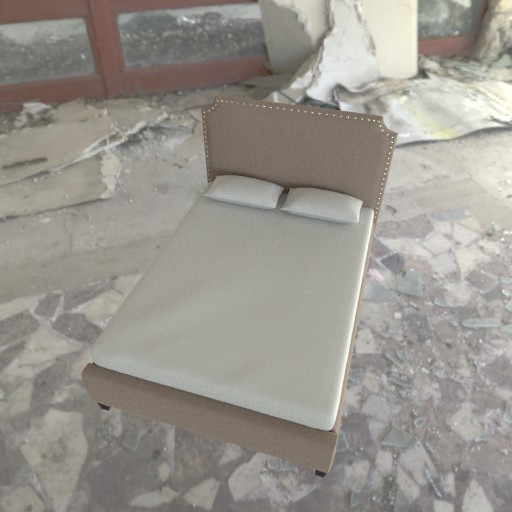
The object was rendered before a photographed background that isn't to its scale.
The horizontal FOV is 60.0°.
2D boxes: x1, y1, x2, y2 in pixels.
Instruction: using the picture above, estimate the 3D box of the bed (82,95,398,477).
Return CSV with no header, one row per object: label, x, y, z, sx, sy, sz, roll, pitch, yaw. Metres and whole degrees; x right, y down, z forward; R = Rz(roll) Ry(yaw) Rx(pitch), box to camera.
bed,0.000,0.000,3.375,1.713,1.443,2.372,12,43,13
